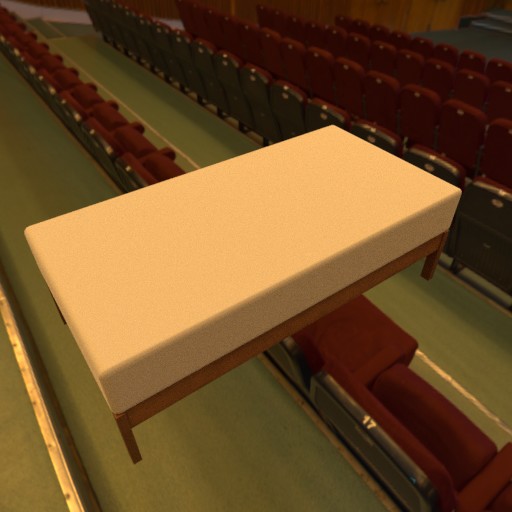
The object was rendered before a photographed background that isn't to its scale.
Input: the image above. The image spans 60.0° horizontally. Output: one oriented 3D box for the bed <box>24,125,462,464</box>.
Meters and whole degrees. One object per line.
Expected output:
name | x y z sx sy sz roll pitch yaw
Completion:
bed | 0.000 0.000 2.311 1.902 0.616 0.961 -25 46 -26
